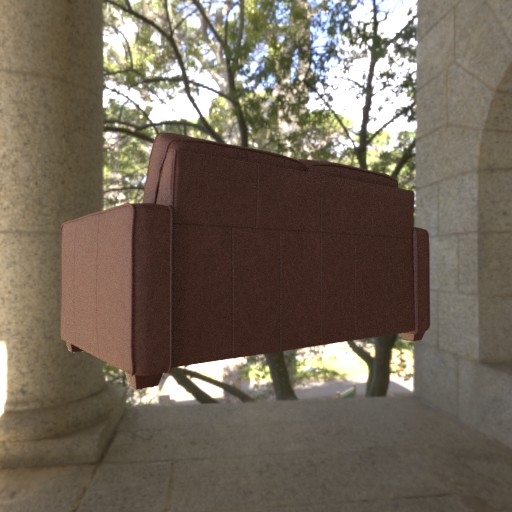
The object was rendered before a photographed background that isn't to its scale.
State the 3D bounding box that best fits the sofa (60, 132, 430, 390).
[{"bbox_3d":[0.000,0.000,2.286,1.709,0.918,0.947,1,-2,-37],"label":"sofa"}]
